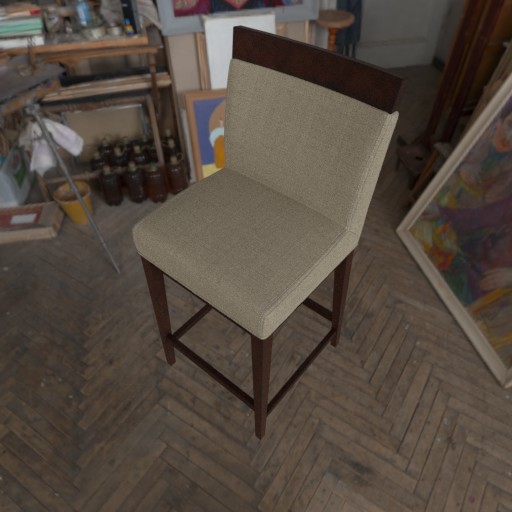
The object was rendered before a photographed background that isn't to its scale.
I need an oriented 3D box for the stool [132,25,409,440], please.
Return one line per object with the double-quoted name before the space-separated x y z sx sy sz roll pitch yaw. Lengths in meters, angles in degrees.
"stool" 0.000 0.000 1.241 0.463 1.011 0.480 31 54 26
